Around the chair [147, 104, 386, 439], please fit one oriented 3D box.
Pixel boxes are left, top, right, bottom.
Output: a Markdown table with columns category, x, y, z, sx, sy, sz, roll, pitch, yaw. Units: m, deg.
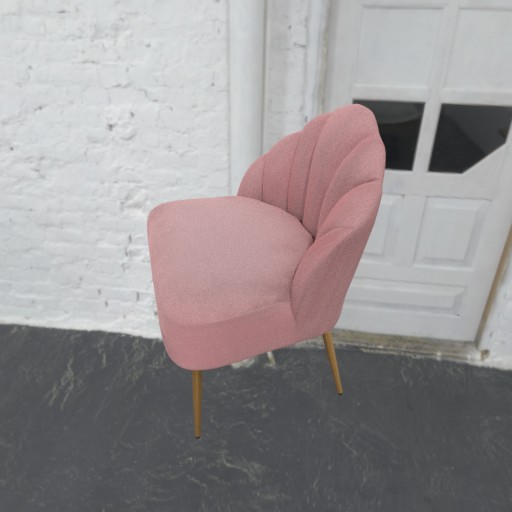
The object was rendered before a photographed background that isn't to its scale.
| category | x | y | z | sx | sy | sz | roll | pitch | yaw |
| --- | --- | --- | --- | --- | --- | --- | --- | --- | --- |
| chair | 0.000 | 0.000 | 1.293 | 0.599 | 0.819 | 0.657 | -8 | 31 | -13 |
